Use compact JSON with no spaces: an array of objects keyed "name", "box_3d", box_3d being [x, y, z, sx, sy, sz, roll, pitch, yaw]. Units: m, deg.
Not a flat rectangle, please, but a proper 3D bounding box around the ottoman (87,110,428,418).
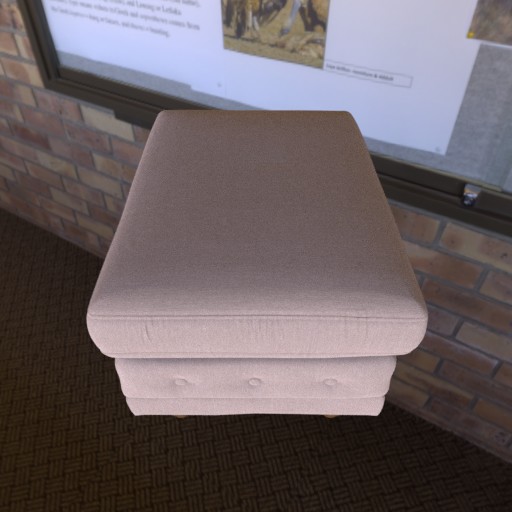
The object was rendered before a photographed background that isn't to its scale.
[{"name":"ottoman","box_3d":[0.000,0.000,1.114,0.569,0.500,0.771,0,42,0]}]
